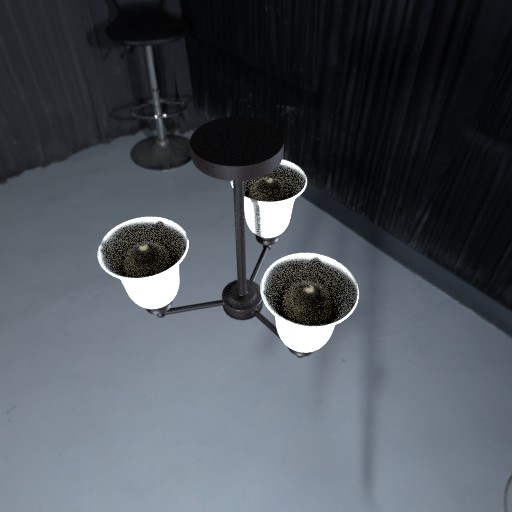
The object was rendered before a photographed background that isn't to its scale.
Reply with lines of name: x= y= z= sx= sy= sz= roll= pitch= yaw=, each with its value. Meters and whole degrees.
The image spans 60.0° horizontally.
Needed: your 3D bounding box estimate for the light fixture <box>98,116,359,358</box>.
light fixture: x=0.000 y=0.000 z=0.680 sx=0.388 sy=0.370 sz=0.354 roll=-32 pitch=54 yaw=-28
